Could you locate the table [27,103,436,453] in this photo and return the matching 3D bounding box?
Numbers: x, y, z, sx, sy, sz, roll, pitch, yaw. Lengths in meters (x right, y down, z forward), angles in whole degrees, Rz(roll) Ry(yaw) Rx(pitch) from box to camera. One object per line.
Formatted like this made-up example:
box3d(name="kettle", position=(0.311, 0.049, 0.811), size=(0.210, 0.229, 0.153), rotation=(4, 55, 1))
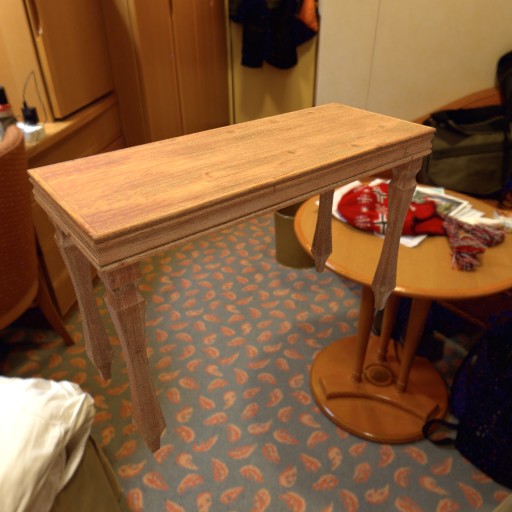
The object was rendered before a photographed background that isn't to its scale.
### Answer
box3d(name="table", position=(0.000, 0.000, 1.728), size=(1.330, 0.873, 0.522), rotation=(-23, 39, -32))
